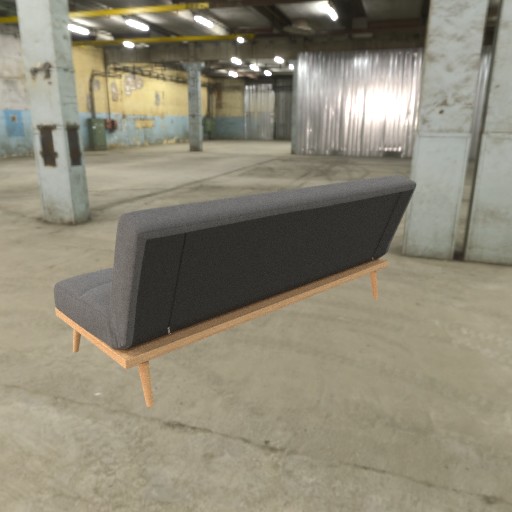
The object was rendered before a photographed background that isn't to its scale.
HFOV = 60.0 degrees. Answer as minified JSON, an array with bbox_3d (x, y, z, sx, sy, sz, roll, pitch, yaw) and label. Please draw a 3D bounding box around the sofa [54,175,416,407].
[{"bbox_3d":[0.000,0.000,2.317,1.820,0.770,0.820,-15,22,-42],"label":"sofa"}]
